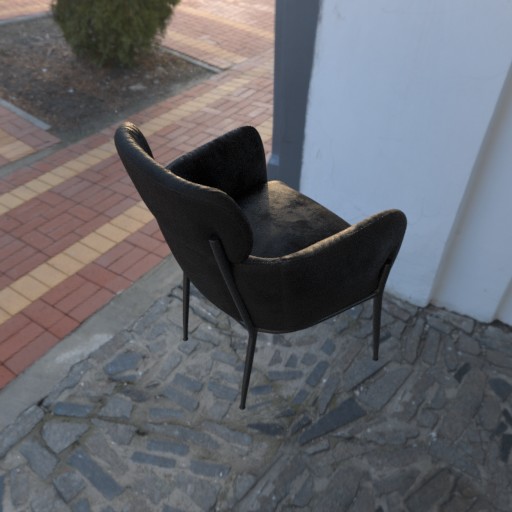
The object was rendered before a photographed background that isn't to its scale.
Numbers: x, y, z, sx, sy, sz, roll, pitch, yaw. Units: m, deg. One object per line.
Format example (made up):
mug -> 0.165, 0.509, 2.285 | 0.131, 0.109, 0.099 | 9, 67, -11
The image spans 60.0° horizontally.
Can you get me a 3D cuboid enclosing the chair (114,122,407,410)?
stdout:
chair -> 0.000, 0.000, 1.276 | 0.604, 0.818, 0.640 | -27, 48, -28
